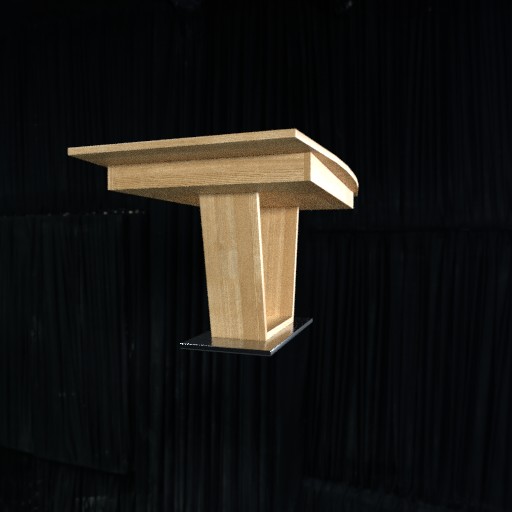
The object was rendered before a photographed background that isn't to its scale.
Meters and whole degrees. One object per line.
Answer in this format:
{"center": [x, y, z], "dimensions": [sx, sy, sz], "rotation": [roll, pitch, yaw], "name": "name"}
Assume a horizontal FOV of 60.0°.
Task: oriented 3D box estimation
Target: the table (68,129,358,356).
{"center": [0.000, 0.000, 2.109], "dimensions": [0.900, 0.748, 1.598], "rotation": [1, 2, 19], "name": "table"}
